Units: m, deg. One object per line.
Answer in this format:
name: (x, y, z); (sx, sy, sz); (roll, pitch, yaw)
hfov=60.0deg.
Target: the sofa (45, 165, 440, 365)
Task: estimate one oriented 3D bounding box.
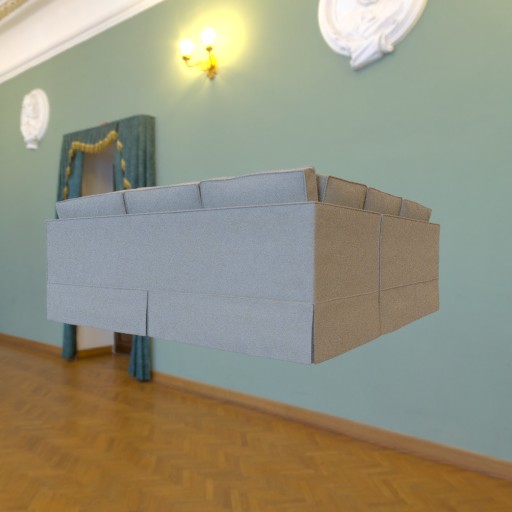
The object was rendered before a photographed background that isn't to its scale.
sofa: (0.000, 0.000, 4.240); (2.733, 1.124, 2.730); (1, 1, 36)
